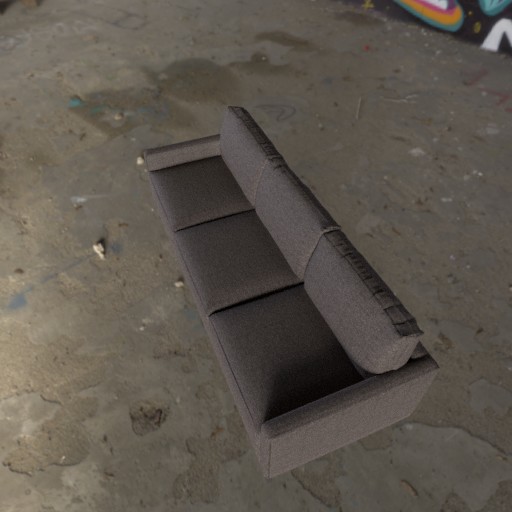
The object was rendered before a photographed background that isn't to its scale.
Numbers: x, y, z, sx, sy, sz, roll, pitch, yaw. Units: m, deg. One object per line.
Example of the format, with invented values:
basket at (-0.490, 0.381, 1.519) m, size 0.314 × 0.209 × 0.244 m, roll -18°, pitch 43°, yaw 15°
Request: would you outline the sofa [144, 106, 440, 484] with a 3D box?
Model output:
sofa at (0.000, 0.000, 2.696) m, size 0.876 × 0.882 × 2.253 m, roll -17°, pitch 49°, yaw -15°
